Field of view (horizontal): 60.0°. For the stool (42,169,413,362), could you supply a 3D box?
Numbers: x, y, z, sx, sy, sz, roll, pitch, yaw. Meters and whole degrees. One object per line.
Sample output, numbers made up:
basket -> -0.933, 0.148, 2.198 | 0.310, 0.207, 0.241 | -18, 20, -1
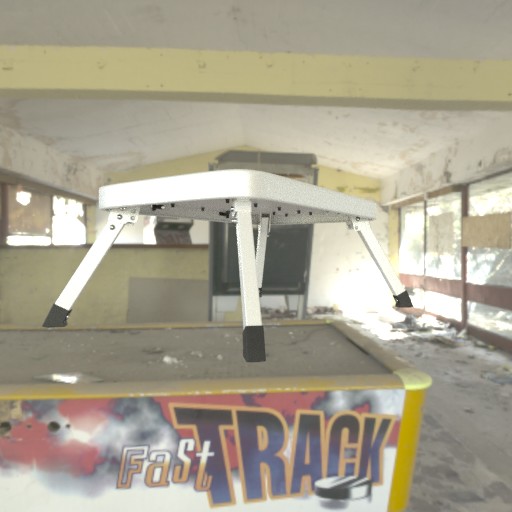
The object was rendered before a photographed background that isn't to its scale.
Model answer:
stool -> 0.000, 0.000, 0.629 | 0.320, 0.170, 0.460 | 0, 1, 34
